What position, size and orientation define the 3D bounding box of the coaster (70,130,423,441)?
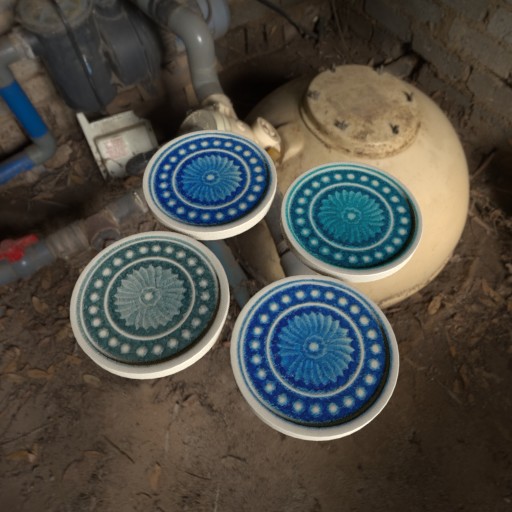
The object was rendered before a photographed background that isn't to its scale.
[{"bbox_3d":[0.000,0.000,0.325,0.224,0.010,0.220,16,61,9],"label":"coaster"}]
